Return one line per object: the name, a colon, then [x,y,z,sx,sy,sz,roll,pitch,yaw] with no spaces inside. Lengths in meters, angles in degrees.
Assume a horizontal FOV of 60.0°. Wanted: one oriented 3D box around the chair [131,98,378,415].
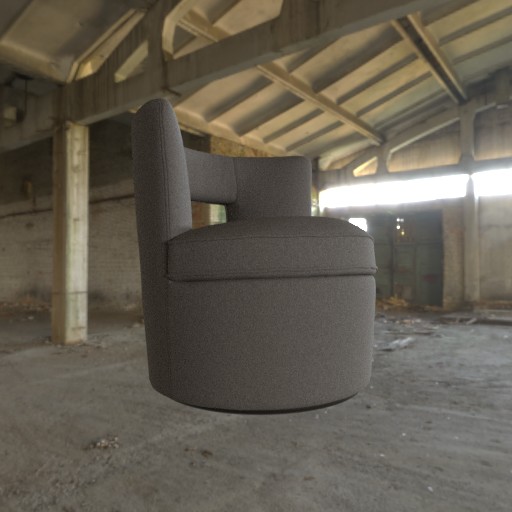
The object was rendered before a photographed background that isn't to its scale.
chair: [0.000,0.000,1.251,0.660,0.719,0.689,-1,-2,36]
